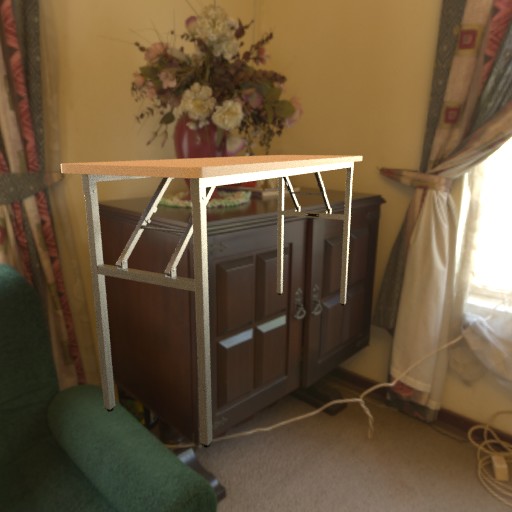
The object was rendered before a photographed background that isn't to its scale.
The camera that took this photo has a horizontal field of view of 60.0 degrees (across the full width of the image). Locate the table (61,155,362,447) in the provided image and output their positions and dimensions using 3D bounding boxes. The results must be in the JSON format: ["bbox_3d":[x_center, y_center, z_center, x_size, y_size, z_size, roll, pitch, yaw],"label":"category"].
[{"bbox_3d":[0.000,0.000,1.745,0.446,0.750,1.397,7,16,27],"label":"table"}]
